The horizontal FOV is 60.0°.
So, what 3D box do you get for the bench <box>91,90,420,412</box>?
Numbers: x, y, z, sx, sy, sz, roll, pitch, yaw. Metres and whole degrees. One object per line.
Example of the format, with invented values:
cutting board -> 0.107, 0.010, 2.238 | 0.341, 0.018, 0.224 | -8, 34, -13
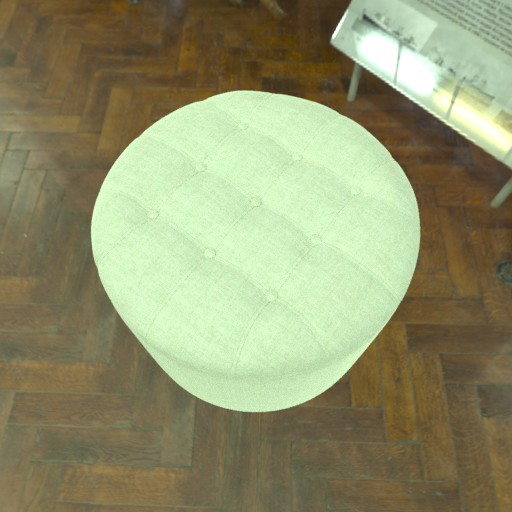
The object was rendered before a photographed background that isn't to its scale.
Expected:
bench -> 0.000, 0.000, 0.971 | 0.600, 0.453, 0.600 | 0, 63, 0
